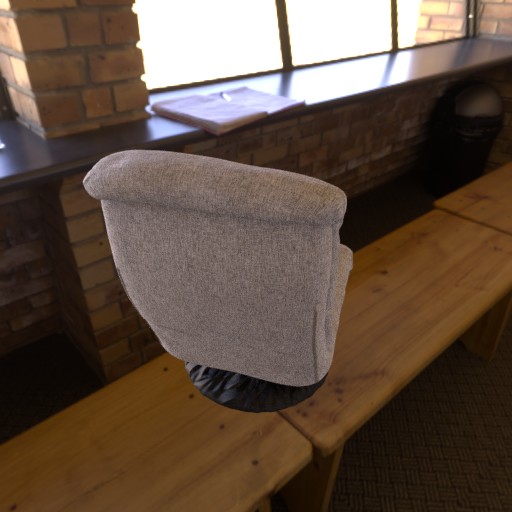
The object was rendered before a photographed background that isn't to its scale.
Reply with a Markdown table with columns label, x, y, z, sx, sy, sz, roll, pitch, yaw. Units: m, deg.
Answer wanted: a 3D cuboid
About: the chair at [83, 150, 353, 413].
| label | x | y | z | sx | sy | sz | roll | pitch | yaw |
| --- | --- | --- | --- | --- | --- | --- | --- | --- | --- |
| chair | 0.000 | 0.000 | 0.980 | 0.400 | 0.600 | 0.583 | 9 | 34 | 14 |
